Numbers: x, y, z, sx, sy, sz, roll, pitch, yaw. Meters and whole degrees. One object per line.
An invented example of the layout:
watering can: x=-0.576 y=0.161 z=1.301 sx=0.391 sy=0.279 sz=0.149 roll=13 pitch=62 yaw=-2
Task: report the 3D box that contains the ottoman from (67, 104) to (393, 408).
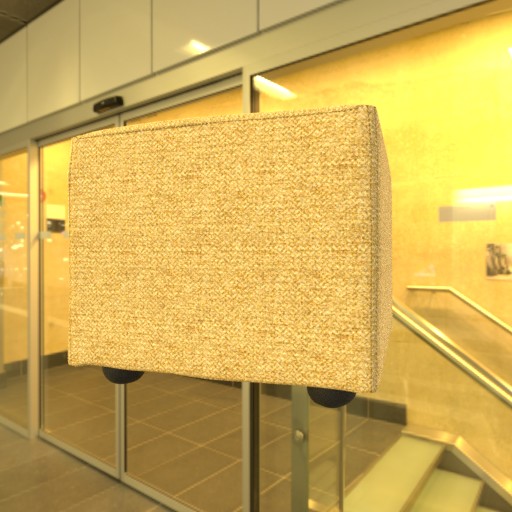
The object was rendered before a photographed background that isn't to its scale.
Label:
ottoman: x=0.000 y=0.000 z=0.881 sx=0.505 sy=0.441 sz=0.512 roll=0 pitch=0 yaw=19
